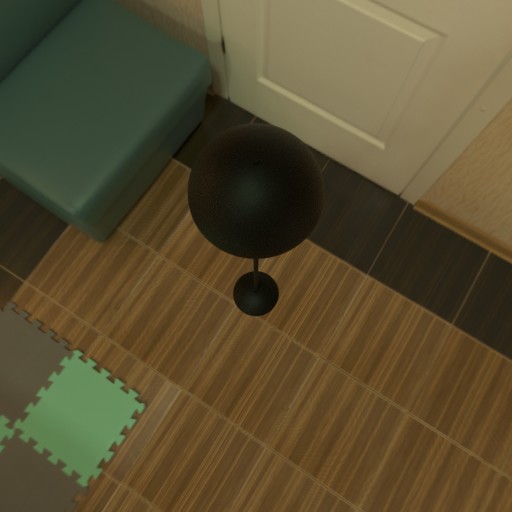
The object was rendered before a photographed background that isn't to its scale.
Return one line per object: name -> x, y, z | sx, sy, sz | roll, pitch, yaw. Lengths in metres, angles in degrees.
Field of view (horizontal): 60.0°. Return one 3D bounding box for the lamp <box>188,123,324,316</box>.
lamp -> 0.000, 0.000, 1.619 | 0.328, 1.480, 0.328 | 3, 75, 1
